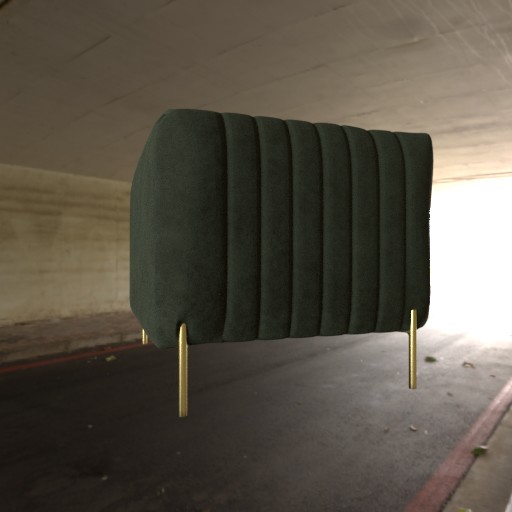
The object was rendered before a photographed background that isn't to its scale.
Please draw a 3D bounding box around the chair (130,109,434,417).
[{"bbox_3d":[0.000,0.000,1.675,0.877,0.794,1.032,0,0,-19],"label":"chair"}]
